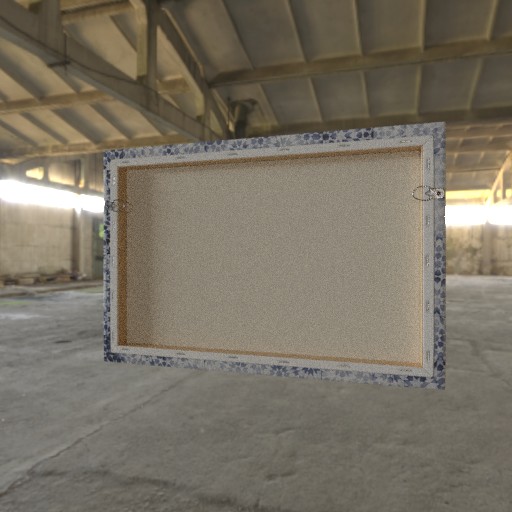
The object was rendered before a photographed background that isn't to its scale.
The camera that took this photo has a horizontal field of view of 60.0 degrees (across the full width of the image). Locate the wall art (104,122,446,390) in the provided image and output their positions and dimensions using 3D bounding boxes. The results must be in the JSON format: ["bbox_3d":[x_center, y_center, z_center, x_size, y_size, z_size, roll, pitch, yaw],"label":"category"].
[{"bbox_3d":[0.000,0.000,0.772,0.608,0.406,0.030,0,0,18],"label":"wall art"}]
